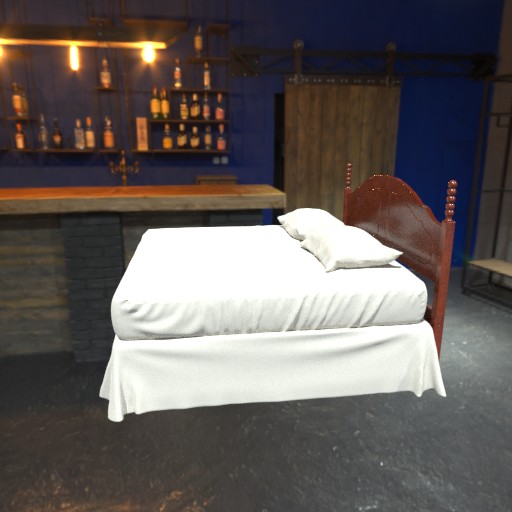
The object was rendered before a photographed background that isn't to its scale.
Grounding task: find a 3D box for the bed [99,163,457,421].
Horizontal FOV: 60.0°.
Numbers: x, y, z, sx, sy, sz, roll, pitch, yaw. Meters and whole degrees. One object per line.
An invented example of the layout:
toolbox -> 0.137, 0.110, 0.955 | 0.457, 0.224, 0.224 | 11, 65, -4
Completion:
bed -> 0.000, 0.000, 3.585 | 2.219, 1.355, 2.322 | -2, 15, -7
